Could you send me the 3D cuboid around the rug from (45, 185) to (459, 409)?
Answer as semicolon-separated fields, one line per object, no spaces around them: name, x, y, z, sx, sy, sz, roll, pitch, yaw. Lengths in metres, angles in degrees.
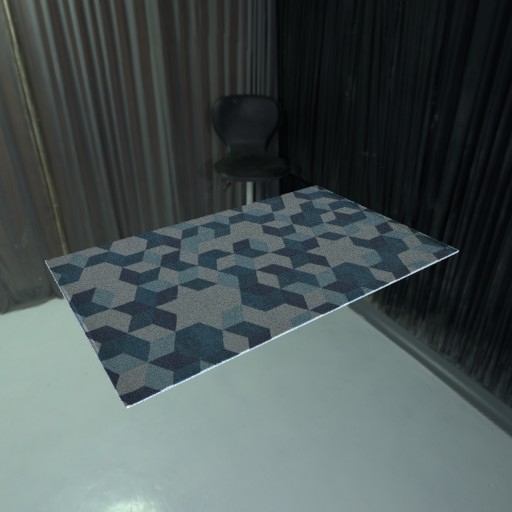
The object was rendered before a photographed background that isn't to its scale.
rug;0.000;0.000;3.073;2.438;0.015;1.518;-19;35;-29
